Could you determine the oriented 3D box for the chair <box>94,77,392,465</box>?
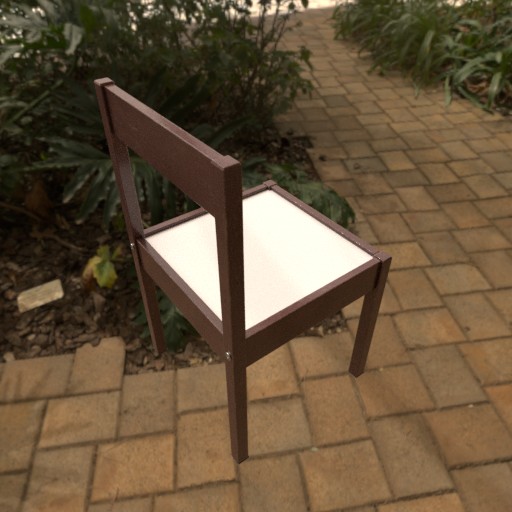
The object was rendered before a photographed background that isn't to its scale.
[{"bbox_3d":[0.000,0.000,0.676,0.285,0.505,0.285,-26,46,-28],"label":"chair"}]
